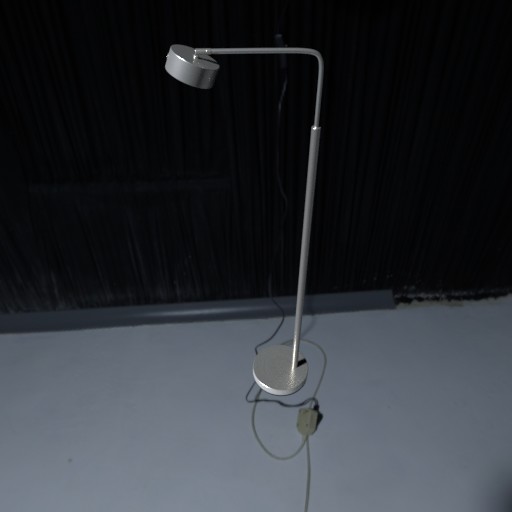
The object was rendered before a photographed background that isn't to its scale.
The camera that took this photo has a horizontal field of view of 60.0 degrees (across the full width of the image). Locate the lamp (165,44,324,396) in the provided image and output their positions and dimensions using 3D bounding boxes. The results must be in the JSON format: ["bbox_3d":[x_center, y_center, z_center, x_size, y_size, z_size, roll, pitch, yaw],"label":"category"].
[{"bbox_3d":[0.000,0.000,1.411,0.421,1.250,0.222,-2,40,-2],"label":"lamp"}]
